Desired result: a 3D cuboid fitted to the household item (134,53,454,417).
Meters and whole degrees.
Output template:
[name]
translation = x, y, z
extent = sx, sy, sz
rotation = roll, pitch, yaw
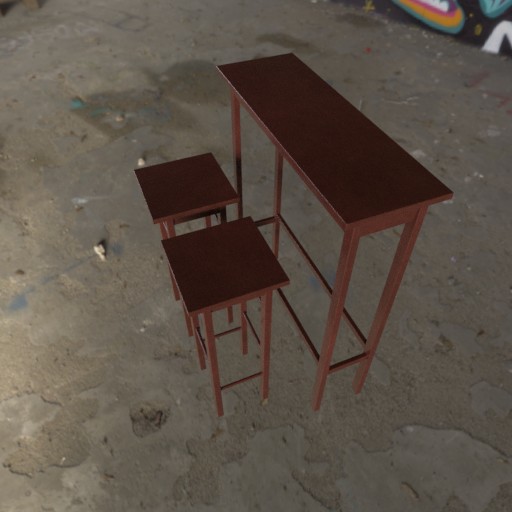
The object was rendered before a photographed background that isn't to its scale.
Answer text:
[household item]
translation = 0.000, 0.000, 1.677
extent = 0.676, 1.067, 0.914
rotation = -17, 49, -15
